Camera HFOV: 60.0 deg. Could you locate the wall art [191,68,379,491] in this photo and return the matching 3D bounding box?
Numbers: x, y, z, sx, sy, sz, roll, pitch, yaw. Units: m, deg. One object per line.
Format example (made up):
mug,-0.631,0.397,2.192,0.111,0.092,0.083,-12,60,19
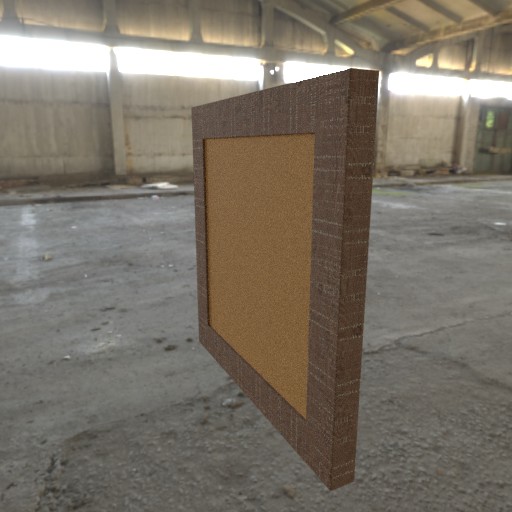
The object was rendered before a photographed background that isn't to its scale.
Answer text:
wall art,0.000,0.000,0.772,0.040,0.531,0.531,-7,15,-26
